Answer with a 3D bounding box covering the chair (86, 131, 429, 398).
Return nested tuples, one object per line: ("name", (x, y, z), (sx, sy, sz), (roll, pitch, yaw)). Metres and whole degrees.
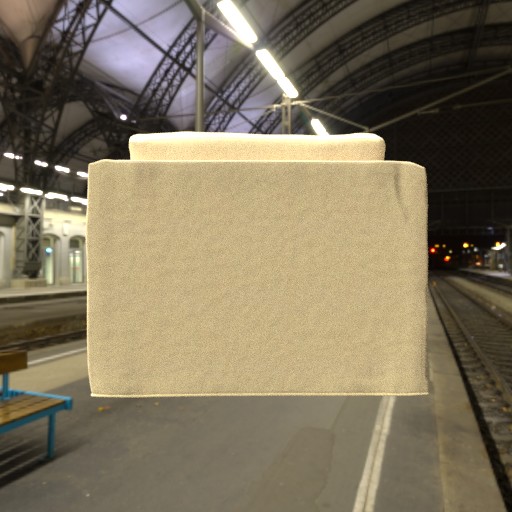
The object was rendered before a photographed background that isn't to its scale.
("chair", (0.000, 0.000, 1.780), (1.057, 0.851, 0.947), (0, -1, -1))
